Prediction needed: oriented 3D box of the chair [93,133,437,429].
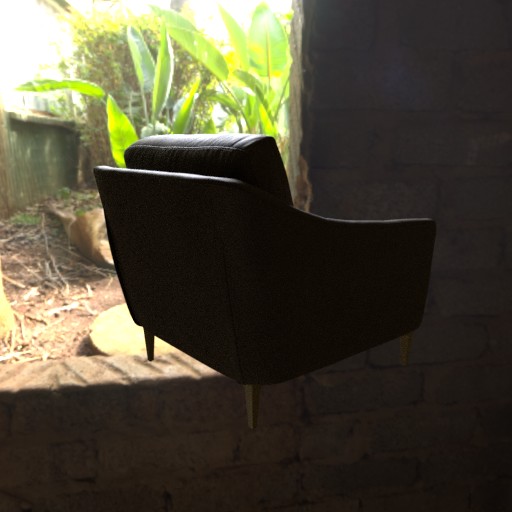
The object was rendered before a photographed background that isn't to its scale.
[{"bbox_3d":[0.000,0.000,1.707,0.961,0.901,0.988,-13,19,-42],"label":"chair"}]
